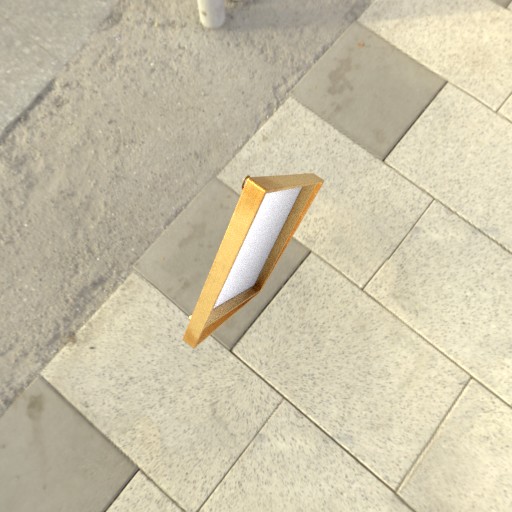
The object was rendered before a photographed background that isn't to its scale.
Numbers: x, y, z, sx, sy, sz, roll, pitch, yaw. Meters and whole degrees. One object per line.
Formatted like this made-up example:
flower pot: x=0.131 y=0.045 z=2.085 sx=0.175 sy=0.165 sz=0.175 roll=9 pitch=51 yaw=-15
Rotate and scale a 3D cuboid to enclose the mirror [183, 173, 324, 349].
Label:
mirror: x=0.000 y=0.000 z=0.858 sx=0.032 sy=0.679 sz=0.419 roll=36 pitch=78 yaw=9
